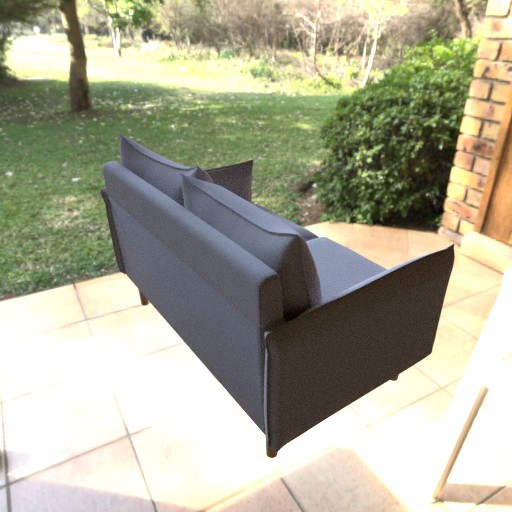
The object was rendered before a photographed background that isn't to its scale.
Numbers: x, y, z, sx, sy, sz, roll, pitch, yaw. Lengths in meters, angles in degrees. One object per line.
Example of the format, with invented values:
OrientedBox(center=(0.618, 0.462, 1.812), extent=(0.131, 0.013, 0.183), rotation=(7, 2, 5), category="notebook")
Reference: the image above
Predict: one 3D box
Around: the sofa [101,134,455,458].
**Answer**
OrientedBox(center=(0.000, 0.000, 1.821), extent=(0.820, 0.840, 1.300), rotation=(-19, 34, -30), category="sofa")
